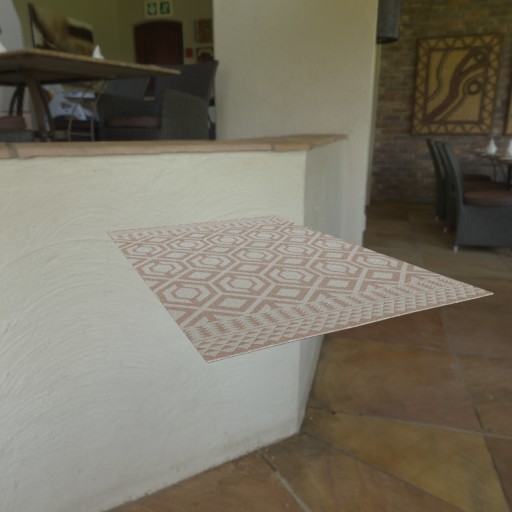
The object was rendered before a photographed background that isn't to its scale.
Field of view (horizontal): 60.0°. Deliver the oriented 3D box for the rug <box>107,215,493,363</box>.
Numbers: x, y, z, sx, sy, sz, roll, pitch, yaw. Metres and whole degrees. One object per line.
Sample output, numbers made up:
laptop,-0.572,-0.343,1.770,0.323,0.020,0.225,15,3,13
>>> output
rug,0.000,0.000,2.303,1.219,0.008,1.829,-8,18,-25
